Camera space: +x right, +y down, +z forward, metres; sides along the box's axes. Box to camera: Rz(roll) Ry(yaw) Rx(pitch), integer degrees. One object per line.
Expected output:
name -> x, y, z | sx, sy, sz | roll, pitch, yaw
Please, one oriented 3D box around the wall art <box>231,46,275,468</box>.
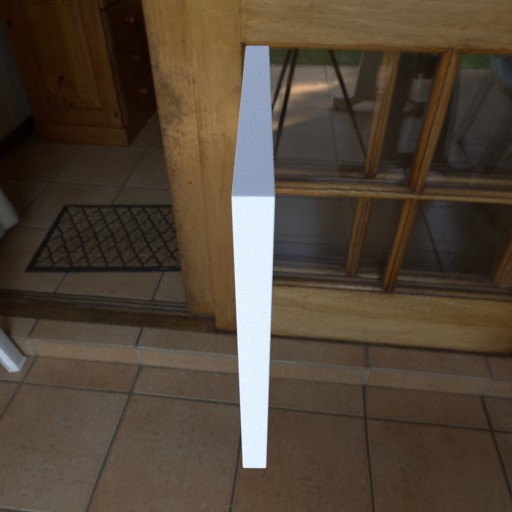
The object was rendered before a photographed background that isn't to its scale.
wall art -> 0.000, 0.000, 0.528 | 0.028, 0.381, 0.331 | 0, 40, 0
